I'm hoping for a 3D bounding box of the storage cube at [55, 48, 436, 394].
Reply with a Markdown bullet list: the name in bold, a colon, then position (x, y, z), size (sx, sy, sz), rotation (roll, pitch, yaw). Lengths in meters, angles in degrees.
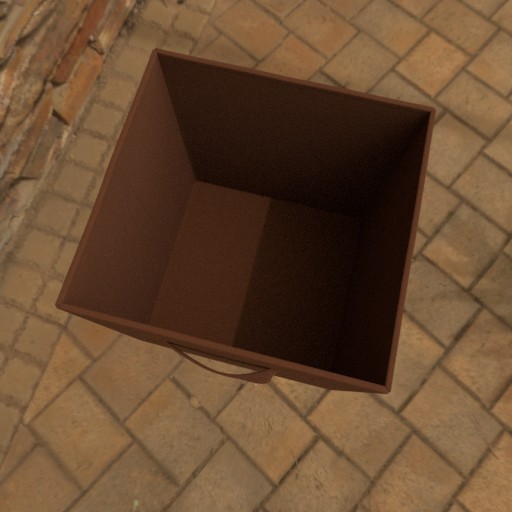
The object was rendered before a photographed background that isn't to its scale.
- **storage cube**: position (0.000, 0.000, 0.501), size (0.270, 0.280, 0.270), rotation (14, 74, 4)
